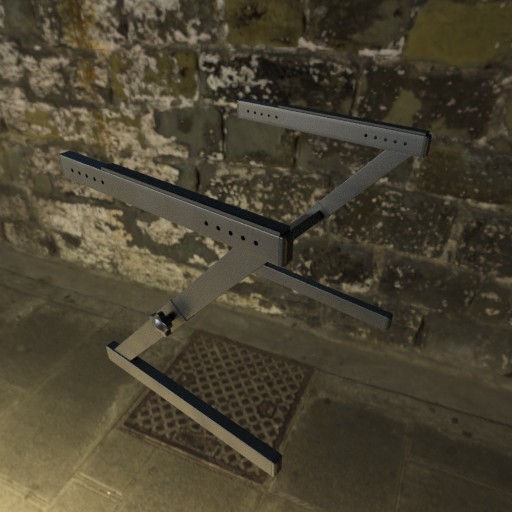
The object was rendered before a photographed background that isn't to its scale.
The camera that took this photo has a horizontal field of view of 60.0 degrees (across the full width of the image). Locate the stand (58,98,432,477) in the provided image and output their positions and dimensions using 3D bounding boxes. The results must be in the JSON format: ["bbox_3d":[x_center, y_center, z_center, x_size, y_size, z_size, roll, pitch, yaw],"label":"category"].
[{"bbox_3d":[0.000,0.000,1.161,0.586,0.617,0.700,23,39,31],"label":"stand"}]
